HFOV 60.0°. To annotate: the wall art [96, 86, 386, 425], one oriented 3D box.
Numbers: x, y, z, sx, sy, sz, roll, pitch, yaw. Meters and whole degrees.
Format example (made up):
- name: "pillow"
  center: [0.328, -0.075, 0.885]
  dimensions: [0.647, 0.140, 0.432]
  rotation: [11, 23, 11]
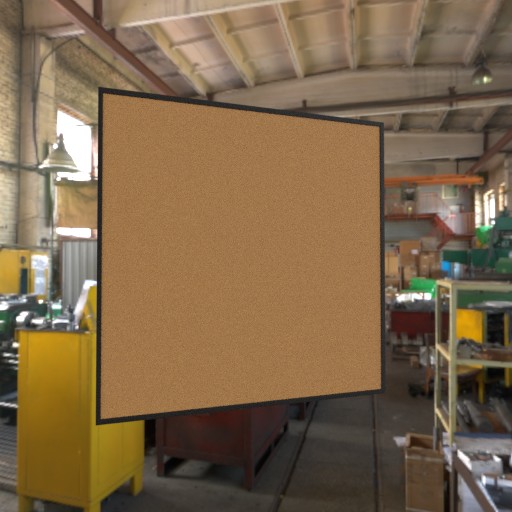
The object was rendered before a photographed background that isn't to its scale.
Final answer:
- name: "wall art"
  center: [0.000, 0.000, 0.983]
  dimensions: [0.664, 0.663, 0.015]
  rotation: [0, -1, -19]
